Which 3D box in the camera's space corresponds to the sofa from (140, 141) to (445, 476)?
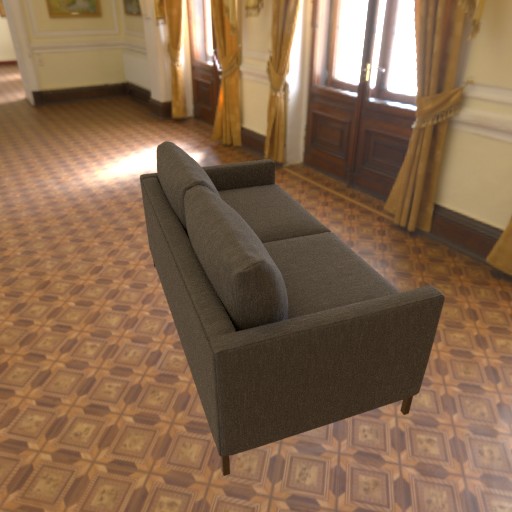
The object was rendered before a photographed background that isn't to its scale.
[{"bbox_3d":[0.000,0.000,2.204,0.875,0.840,1.682,-11,32,-18],"label":"sofa"}]
